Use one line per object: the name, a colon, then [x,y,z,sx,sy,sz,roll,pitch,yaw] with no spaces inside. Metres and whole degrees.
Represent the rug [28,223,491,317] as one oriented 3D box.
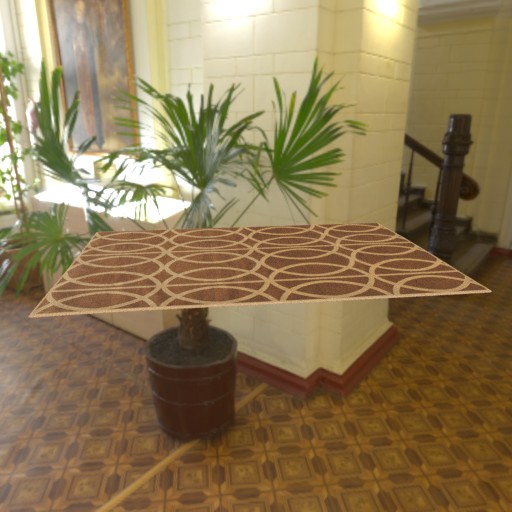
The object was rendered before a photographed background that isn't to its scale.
rug: [0.000,0.000,2.877,2.294,0.014,1.528,-2,18,-7]
